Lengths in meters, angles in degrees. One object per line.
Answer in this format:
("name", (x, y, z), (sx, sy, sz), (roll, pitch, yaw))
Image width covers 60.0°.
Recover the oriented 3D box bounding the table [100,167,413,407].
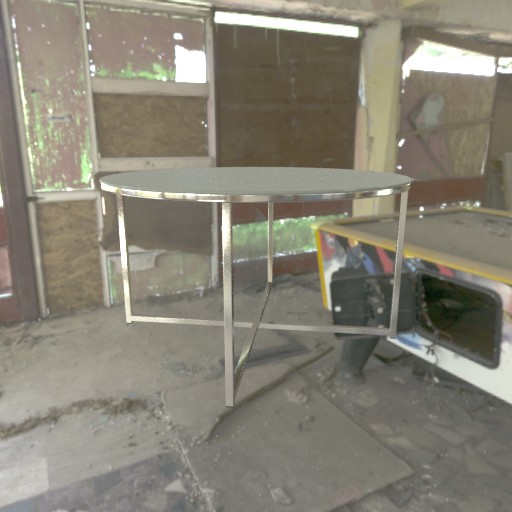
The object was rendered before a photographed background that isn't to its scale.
("table", (0.000, 0.000, 1.253), (0.800, 0.450, 0.800), (0, 15, 0))
